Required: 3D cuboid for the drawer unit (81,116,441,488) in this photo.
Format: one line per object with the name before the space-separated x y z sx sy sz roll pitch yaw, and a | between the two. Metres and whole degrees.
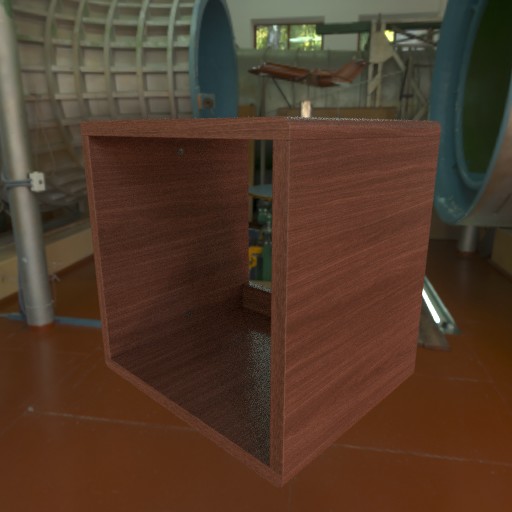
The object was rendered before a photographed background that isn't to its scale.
drawer unit | 0.000 0.000 0.603 0.349 0.351 0.290 15 22 42
